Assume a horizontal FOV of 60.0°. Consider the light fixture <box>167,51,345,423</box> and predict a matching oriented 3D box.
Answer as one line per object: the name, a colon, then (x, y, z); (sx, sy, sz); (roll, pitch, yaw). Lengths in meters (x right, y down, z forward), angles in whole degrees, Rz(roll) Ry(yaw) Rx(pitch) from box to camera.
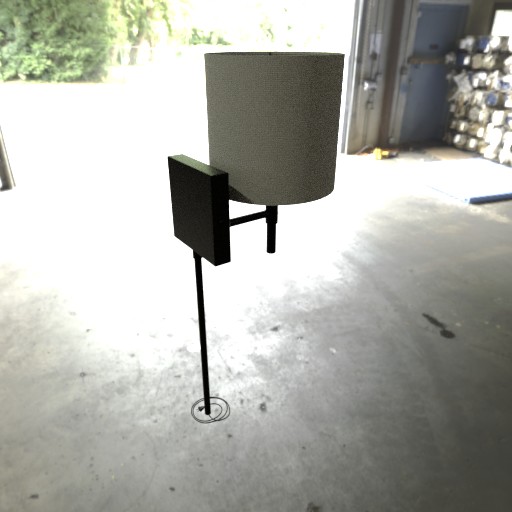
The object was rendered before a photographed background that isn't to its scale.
light fixture: (0.000, 0.000, 0.709); (0.248, 0.589, 0.188); (-17, 31, -31)
